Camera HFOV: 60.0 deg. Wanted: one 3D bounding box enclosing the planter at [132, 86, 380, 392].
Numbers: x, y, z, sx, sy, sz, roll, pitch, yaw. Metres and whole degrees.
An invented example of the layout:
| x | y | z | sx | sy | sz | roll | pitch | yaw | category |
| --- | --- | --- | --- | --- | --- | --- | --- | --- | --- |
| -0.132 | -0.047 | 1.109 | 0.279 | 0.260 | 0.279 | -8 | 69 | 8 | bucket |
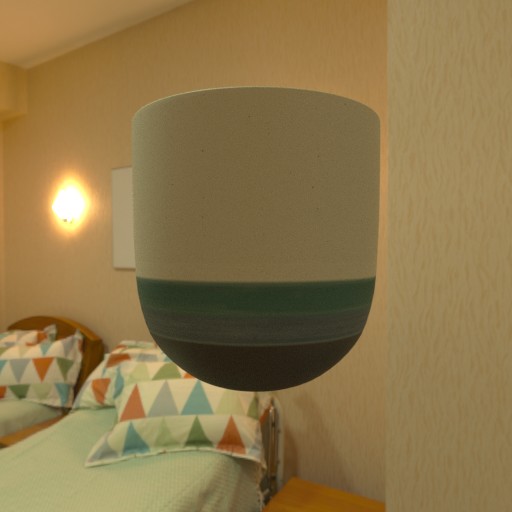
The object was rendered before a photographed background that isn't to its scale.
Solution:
| x | y | z | sx | sy | sz | roll | pitch | yaw | category |
| --- | --- | --- | --- | --- | --- | --- | --- | --- | --- |
| 0.000 | 0.000 | 0.378 | 0.204 | 0.214 | 0.204 | 0 | 1 | 0 | planter |
